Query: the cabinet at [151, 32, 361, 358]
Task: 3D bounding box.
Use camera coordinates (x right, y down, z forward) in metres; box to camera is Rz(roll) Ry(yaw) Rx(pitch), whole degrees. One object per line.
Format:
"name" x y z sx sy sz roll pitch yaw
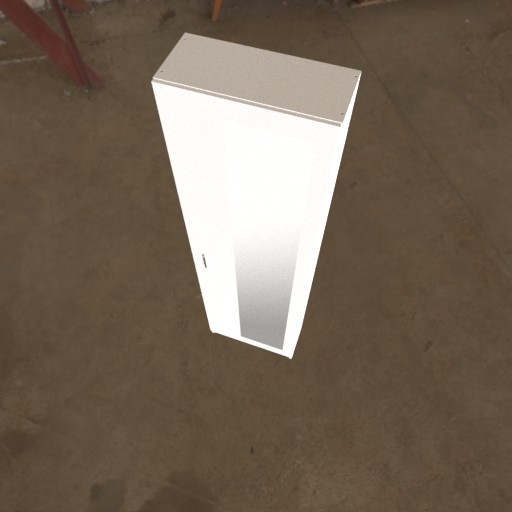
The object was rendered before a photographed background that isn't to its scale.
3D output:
"cabinet" 0.000 0.000 1.907 0.500 1.790 0.230 17 61 10
